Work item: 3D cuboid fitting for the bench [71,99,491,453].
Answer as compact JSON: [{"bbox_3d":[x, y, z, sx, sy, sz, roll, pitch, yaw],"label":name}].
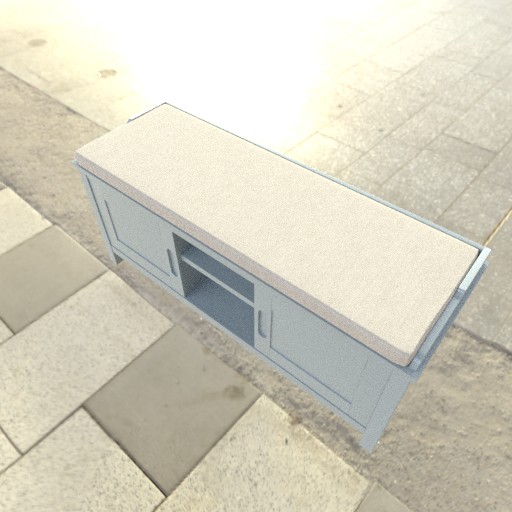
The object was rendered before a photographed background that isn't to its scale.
[{"bbox_3d":[0.000,0.000,1.364,1.140,0.501,0.398,31,55,25],"label":"bench"}]
